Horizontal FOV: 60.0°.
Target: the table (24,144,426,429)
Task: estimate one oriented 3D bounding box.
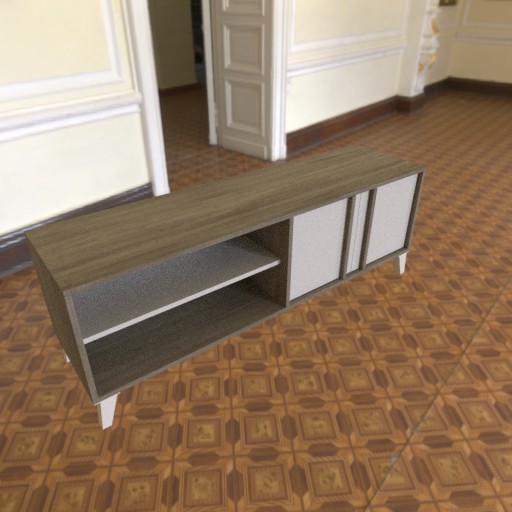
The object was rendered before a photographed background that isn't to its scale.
[{"bbox_3d":[0.000,0.000,1.758,1.500,0.530,0.400,-21,37,-31],"label":"table"}]
